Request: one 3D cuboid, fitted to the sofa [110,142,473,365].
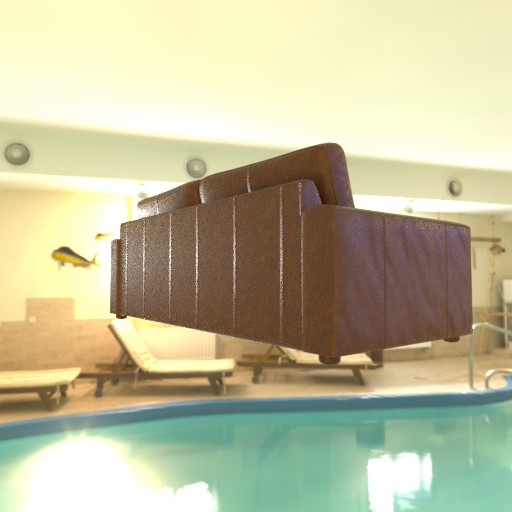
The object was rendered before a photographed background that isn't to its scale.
[{"bbox_3d":[0.000,0.000,2.691,1.016,0.873,2.179,2,-3,-38],"label":"sofa"}]
